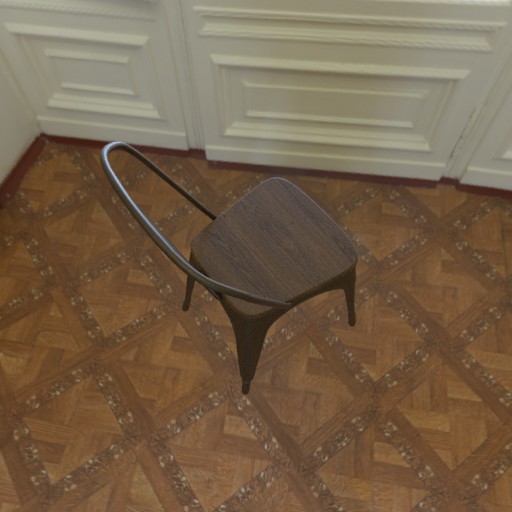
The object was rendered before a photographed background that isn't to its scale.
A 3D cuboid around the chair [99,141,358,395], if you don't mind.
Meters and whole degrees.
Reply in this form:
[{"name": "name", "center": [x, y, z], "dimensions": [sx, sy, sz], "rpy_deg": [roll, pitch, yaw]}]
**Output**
[{"name": "chair", "center": [0.000, 0.000, 1.179], "dimensions": [0.532, 0.844, 0.451], "rpy_deg": [-33, 64, -18]}]
